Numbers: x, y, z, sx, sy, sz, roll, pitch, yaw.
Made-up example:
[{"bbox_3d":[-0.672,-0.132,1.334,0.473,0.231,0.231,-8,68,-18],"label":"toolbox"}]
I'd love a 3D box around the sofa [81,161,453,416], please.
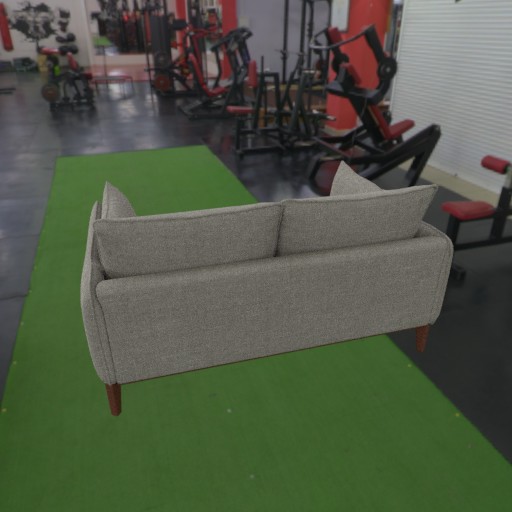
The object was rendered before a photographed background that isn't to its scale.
[{"bbox_3d":[0.000,0.000,2.196,1.580,0.851,0.972,-8,28,-14],"label":"sofa"}]
